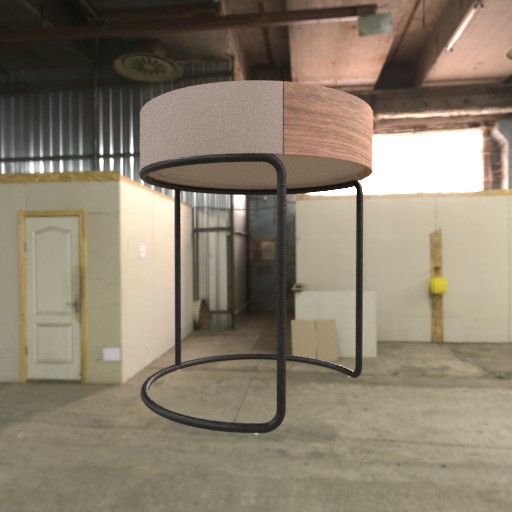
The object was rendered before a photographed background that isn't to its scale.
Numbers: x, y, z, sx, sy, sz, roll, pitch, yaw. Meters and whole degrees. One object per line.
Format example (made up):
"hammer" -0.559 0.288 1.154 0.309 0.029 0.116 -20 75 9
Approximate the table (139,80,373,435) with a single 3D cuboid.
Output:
"table" 0.000 0.000 0.885 0.450 0.530 0.450 0 1 0
